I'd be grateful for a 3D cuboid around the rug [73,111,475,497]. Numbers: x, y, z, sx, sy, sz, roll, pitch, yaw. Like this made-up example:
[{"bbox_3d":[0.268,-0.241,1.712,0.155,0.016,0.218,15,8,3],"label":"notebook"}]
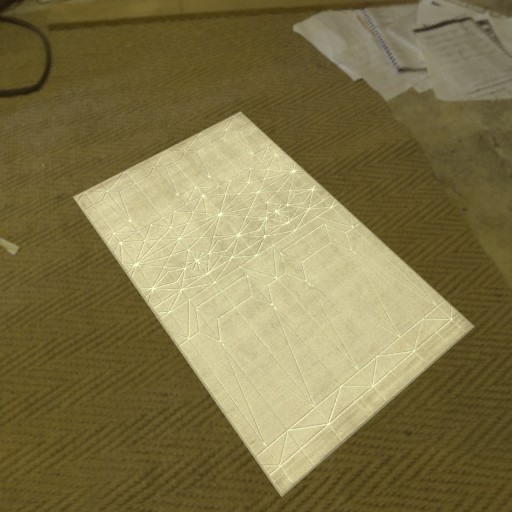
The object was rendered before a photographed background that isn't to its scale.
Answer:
[{"bbox_3d":[0.000,0.000,2.990,1.524,0.012,2.438,-33,64,-19],"label":"rug"}]
